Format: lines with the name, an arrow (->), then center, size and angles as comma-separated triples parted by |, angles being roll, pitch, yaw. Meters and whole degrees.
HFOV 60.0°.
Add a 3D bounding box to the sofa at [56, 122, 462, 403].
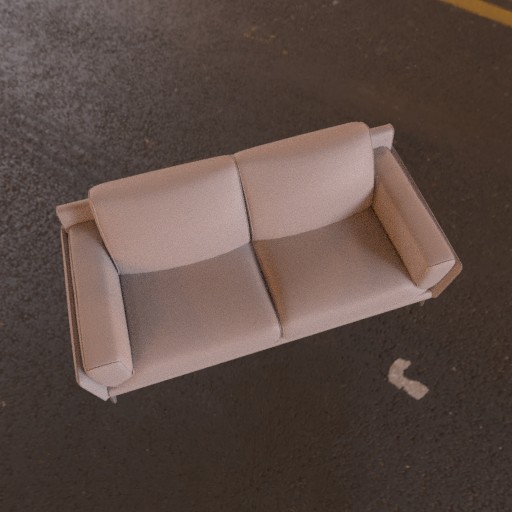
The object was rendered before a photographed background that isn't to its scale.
sofa -> 0.000, 0.000, 2.565 | 2.101, 0.930, 1.049 | -16, 63, -8
